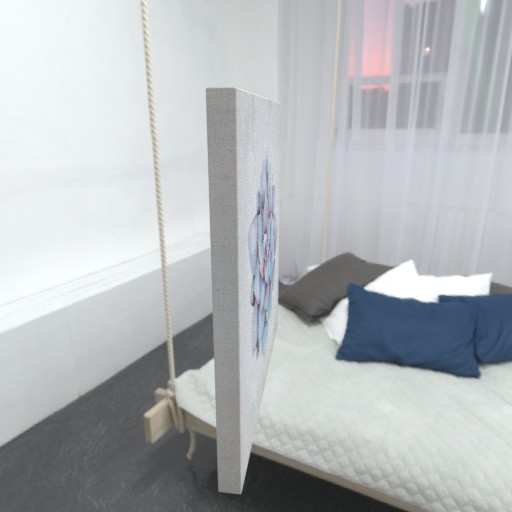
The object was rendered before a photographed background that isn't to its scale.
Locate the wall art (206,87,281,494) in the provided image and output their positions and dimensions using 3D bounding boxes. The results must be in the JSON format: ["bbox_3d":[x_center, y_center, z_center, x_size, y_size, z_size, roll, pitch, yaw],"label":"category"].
[{"bbox_3d":[0.000,0.000,0.911,0.040,0.612,0.612,2,17,8],"label":"wall art"}]
